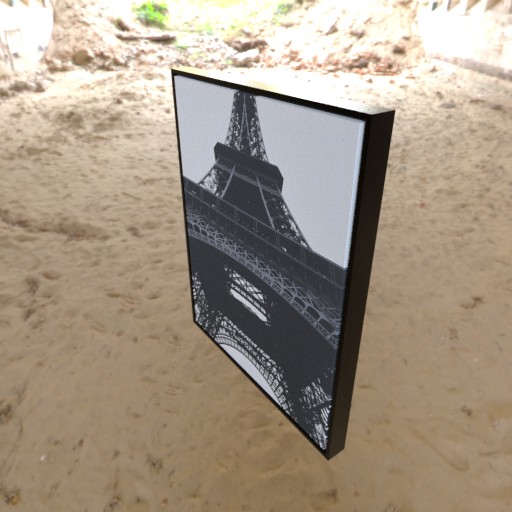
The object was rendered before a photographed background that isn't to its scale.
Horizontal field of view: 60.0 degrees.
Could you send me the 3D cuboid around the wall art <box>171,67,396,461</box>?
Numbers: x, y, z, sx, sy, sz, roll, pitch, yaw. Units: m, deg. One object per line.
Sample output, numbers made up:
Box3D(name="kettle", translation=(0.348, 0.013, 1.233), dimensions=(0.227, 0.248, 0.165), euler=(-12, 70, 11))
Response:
Box3D(name="wall art", translation=(0.000, 0.000, 0.756), dimensions=(0.039, 0.553, 0.451), euler=(-20, 35, -31))
